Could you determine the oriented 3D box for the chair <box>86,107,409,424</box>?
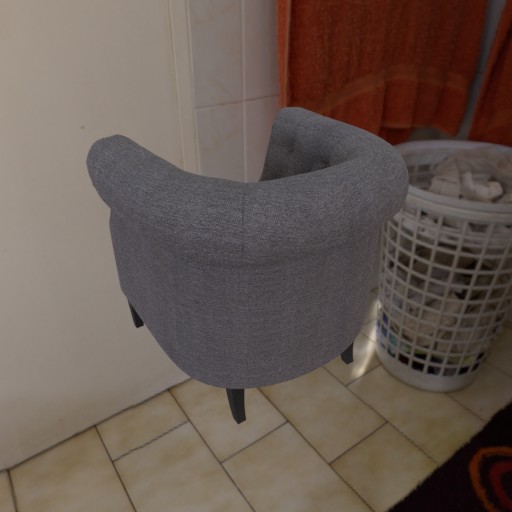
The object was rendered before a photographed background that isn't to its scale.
[{"bbox_3d":[0.000,0.000,1.550,0.905,0.827,0.852,-19,36,-28],"label":"chair"}]
